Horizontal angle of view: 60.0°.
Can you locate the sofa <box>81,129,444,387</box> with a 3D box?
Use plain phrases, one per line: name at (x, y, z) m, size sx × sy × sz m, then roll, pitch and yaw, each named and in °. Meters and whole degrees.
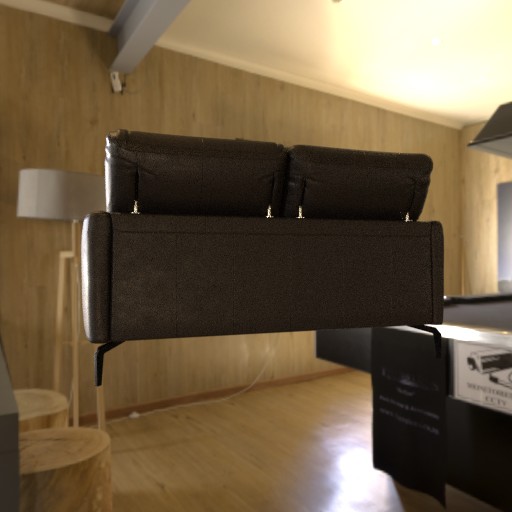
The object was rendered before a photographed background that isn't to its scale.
sofa at (0.000, 0.000, 2.209) m, size 1.596 × 0.920 × 0.958 m, roll 0°, pitch 0°, yaw -17°
